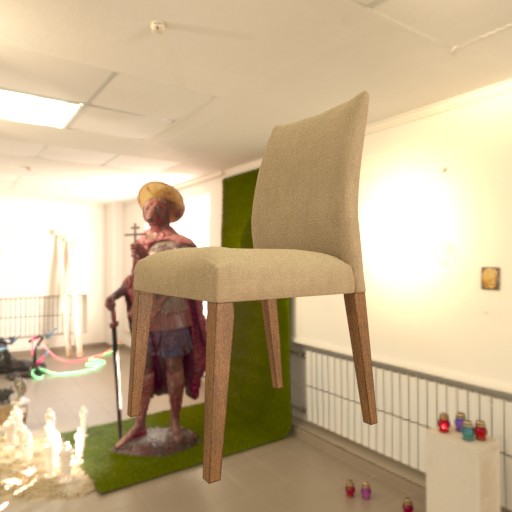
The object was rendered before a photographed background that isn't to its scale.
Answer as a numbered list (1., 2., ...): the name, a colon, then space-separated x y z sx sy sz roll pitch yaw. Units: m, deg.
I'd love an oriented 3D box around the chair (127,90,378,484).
1. chair: 0.000 0.000 1.283 0.585 0.940 0.496 0 0 -35
